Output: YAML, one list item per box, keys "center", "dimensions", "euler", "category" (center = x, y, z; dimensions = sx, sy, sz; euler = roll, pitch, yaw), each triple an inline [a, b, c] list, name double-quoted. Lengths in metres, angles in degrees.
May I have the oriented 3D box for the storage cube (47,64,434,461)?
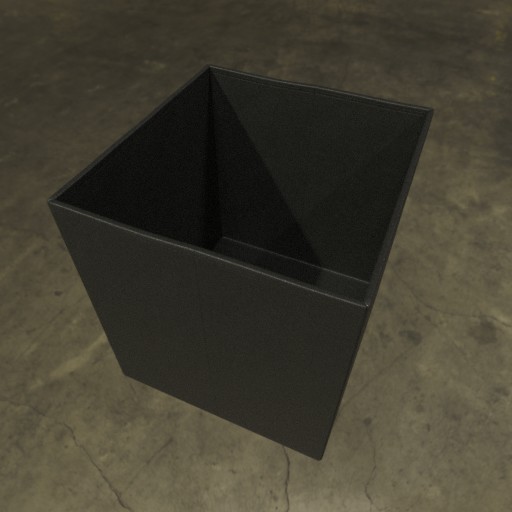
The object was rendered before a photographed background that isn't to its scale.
- center: [0.000, 0.000, 0.490]
  dimensions: [0.270, 0.280, 0.270]
  euler: [18, 49, 16]
  category: "storage cube"
